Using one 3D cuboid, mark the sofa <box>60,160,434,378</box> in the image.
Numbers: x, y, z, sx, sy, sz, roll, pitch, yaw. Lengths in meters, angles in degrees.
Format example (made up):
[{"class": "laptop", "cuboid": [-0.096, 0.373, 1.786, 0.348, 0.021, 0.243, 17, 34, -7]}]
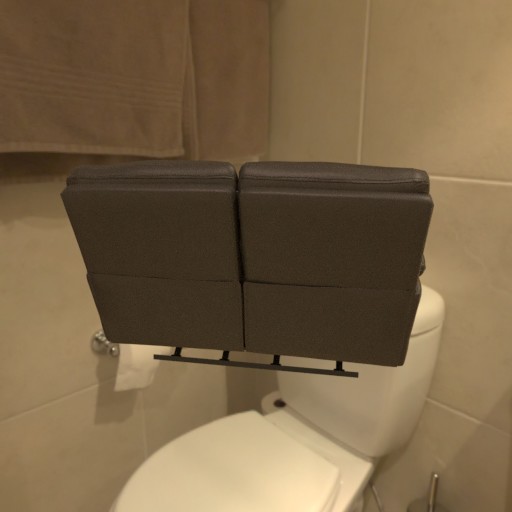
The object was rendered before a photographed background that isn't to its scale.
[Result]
[{"class": "sofa", "cuboid": [0.000, 0.000, 2.503, 1.765, 1.111, 1.104, 3, 16, 9]}]
